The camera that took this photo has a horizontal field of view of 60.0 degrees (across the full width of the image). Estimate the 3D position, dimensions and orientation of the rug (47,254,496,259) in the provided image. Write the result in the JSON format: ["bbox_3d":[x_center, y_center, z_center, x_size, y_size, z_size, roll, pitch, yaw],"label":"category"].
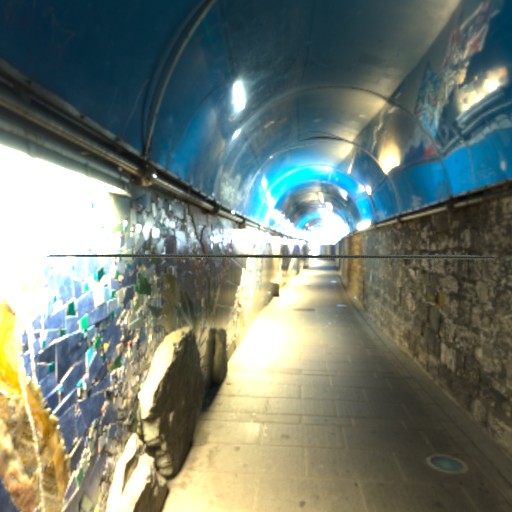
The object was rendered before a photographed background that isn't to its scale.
[{"bbox_3d":[0.000,0.000,2.390,2.196,0.011,0.662,0,1,18],"label":"rug"}]
